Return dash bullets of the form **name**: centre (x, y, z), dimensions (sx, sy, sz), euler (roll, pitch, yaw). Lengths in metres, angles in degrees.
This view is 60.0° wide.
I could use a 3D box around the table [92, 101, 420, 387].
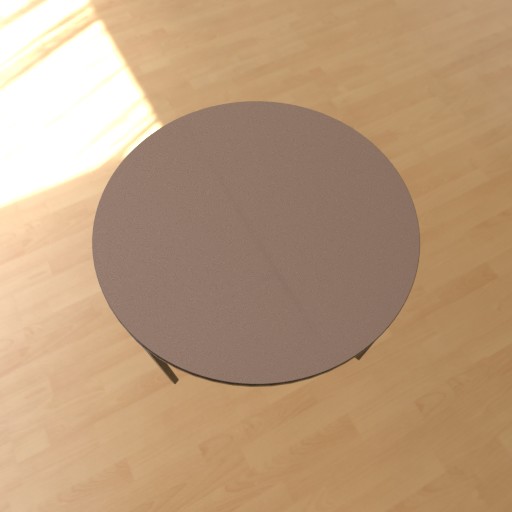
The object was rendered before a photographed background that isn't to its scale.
- **table**: centre (0.000, 0.000, 1.271), dimensions (0.800, 0.400, 0.800), euler (0, 63, 0)
